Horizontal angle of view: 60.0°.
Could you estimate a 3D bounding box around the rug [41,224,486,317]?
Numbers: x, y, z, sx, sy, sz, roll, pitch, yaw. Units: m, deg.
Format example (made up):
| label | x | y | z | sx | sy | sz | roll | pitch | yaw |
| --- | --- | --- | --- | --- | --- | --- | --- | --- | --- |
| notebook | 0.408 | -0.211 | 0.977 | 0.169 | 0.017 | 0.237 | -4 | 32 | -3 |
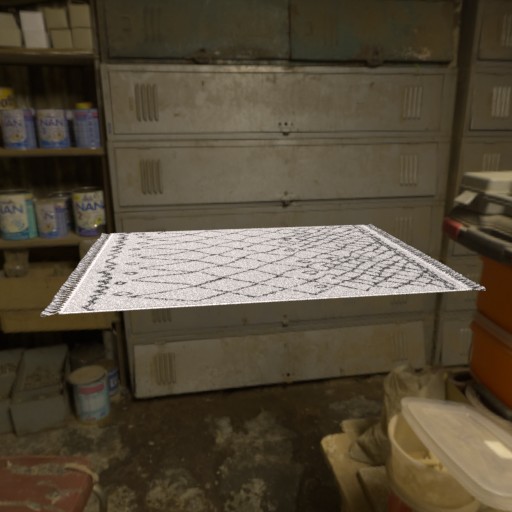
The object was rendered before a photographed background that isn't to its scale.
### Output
| label | x | y | z | sx | sy | sz | roll | pitch | yaw |
| --- | --- | --- | --- | --- | --- | --- | --- | --- | --- |
| rug | 0.000 | 0.000 | 3.033 | 2.312 | 0.017 | 1.613 | -2 | 17 | -8 |
